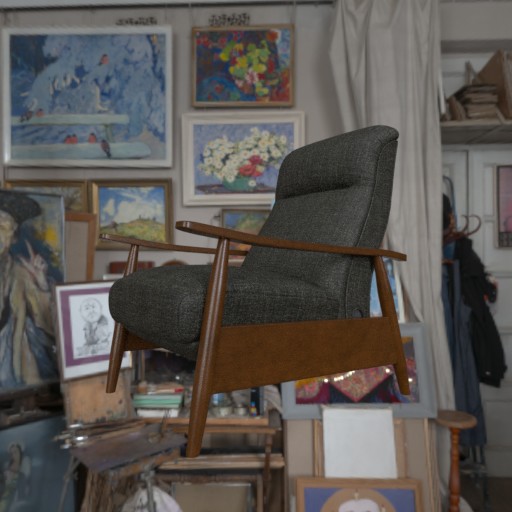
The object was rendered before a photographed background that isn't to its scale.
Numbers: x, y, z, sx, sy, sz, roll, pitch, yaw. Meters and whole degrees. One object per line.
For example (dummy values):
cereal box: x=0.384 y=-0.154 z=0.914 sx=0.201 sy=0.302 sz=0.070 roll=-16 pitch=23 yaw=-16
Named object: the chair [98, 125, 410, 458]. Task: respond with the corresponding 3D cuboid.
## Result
chair: x=0.000 y=0.000 z=1.754 sx=1.014 sy=1.082 sz=0.762 roll=0 pitch=-1 yaw=-36
